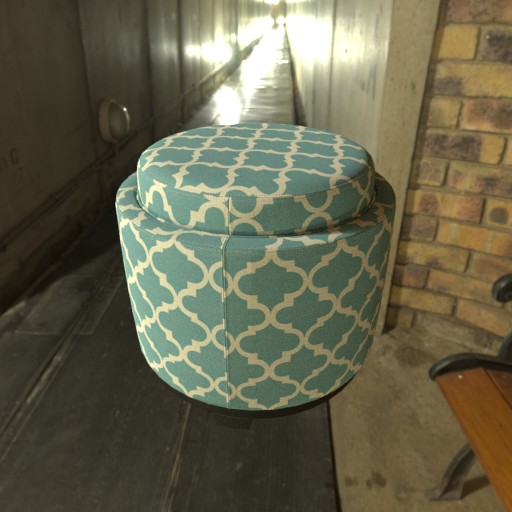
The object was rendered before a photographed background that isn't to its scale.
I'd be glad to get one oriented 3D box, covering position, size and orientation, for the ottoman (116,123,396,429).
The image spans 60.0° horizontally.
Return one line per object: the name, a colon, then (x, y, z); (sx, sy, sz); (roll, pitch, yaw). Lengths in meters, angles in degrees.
ottoman: (0.000, 0.000, 0.843); (0.480, 0.429, 0.480); (0, 30, 0)
